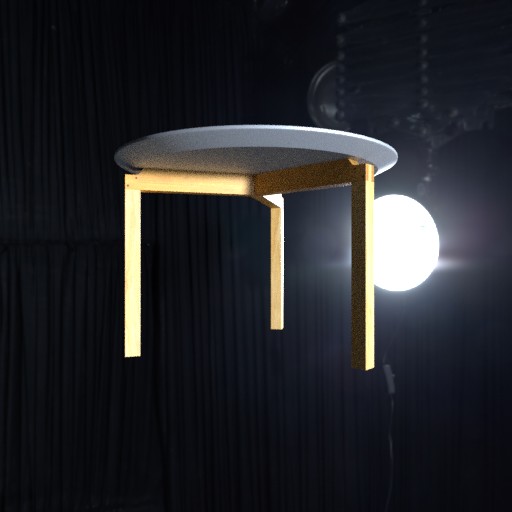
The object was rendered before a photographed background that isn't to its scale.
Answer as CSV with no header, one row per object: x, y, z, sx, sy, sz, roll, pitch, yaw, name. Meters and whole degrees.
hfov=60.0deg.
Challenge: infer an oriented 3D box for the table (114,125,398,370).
0.000,0.000,0.985,0.600,0.405,0.600,0,0,0,table
